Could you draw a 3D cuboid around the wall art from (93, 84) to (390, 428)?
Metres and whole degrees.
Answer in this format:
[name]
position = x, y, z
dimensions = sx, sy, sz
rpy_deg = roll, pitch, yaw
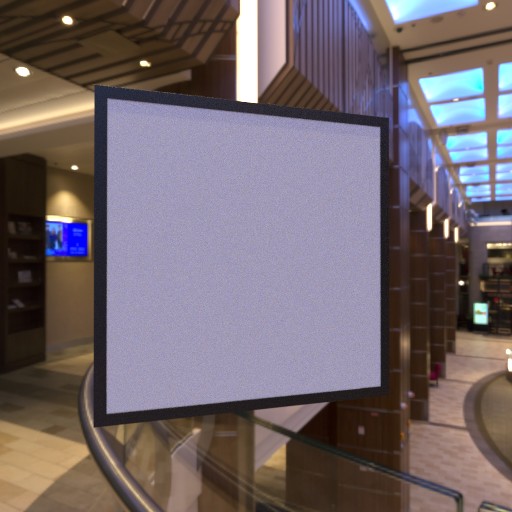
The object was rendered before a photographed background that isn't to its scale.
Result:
[wall art]
position = 0.000, 0.000, 1.175
dimensions = 0.807, 0.807, 0.022
rpy_deg = 0, 0, -18
